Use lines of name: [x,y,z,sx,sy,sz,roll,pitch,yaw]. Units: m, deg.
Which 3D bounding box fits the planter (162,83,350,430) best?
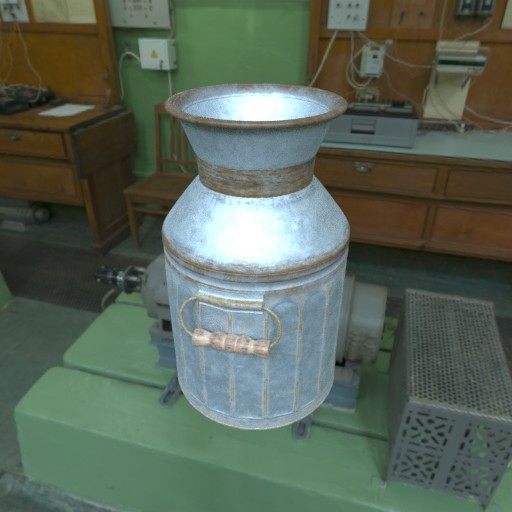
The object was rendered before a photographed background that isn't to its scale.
planter: [0.000,0.000,0.525,0.215,0.358,0.248,8,32,12]
